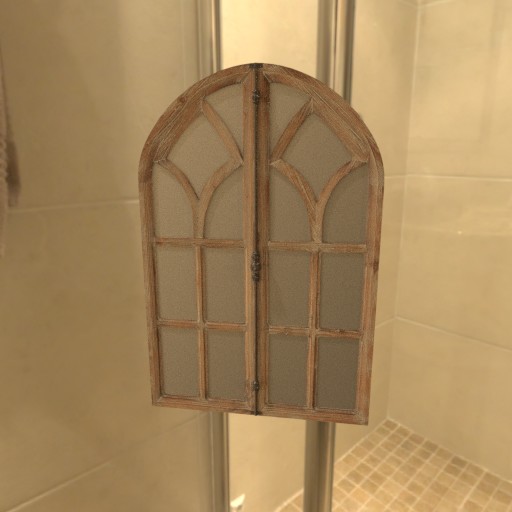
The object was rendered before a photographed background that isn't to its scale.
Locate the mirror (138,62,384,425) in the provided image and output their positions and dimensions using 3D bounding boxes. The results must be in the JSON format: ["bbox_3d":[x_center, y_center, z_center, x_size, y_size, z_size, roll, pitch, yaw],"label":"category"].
[{"bbox_3d":[0.000,0.000,1.128,0.609,0.915,0.032,2,14,9],"label":"mirror"}]
